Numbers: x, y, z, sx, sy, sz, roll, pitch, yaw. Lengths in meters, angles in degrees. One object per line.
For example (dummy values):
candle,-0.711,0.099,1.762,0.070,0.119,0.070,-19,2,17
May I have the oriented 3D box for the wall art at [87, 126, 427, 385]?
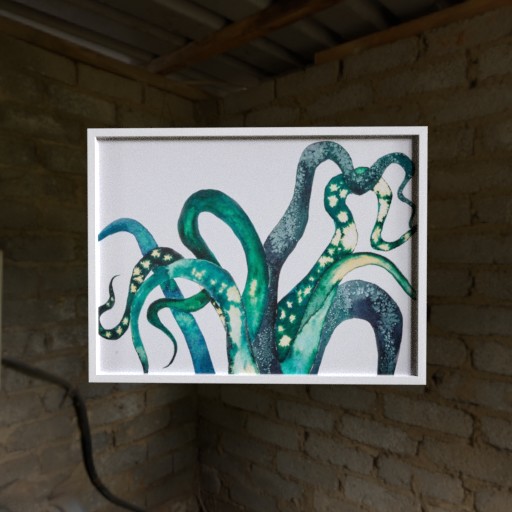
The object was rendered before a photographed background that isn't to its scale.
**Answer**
wall art,0.000,0.000,1.388,1.041,0.787,0.053,0,1,1
